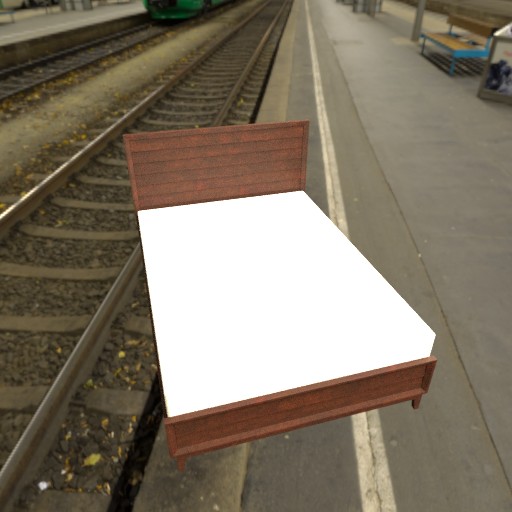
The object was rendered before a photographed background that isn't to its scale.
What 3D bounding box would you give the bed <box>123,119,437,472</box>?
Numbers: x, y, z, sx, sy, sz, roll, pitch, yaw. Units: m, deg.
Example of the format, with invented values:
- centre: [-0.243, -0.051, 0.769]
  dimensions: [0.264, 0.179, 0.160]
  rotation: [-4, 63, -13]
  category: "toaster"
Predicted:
- centre: [0.000, 0.000, 3.210]
  dimensions: [1.600, 1.270, 2.184]
  rotation: [-9, 33, -14]
  category: "bed"
